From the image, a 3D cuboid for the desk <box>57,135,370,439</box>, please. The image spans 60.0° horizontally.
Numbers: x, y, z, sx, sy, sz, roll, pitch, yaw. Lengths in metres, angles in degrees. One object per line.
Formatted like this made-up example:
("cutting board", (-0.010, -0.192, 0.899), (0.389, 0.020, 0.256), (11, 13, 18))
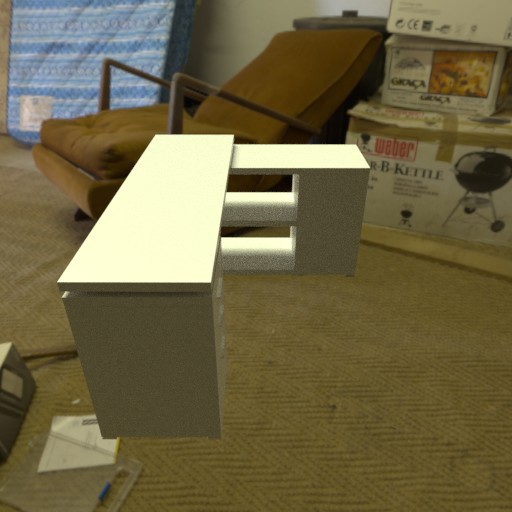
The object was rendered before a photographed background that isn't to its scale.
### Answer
("desk", (0.000, 0.000, 2.183), (1.200, 0.753, 1.524), (0, 32, 0))
